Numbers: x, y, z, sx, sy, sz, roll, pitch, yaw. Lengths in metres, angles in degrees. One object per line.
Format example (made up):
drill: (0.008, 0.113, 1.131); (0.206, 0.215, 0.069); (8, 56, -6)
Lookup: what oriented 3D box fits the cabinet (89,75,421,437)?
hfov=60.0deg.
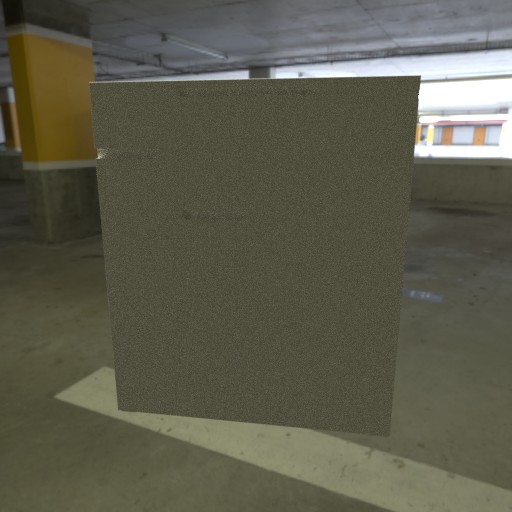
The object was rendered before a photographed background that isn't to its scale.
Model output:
cabinet: (0.000, 0.000, 1.658); (1.000, 1.190, 0.400); (2, 15, 9)
